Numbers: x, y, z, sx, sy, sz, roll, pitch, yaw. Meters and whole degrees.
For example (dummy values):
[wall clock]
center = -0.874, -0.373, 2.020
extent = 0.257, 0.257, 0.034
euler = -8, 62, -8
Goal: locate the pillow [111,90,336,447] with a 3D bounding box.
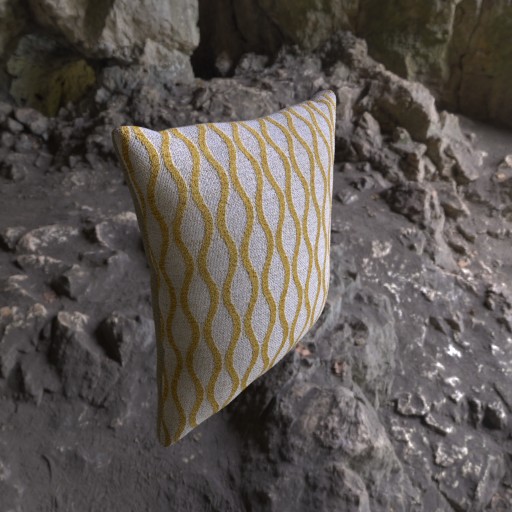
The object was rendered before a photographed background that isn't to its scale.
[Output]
[pillow]
center = 0.000, 0.000, 0.662
extent = 0.159, 0.436, 0.429
euler = 18, 31, 32
